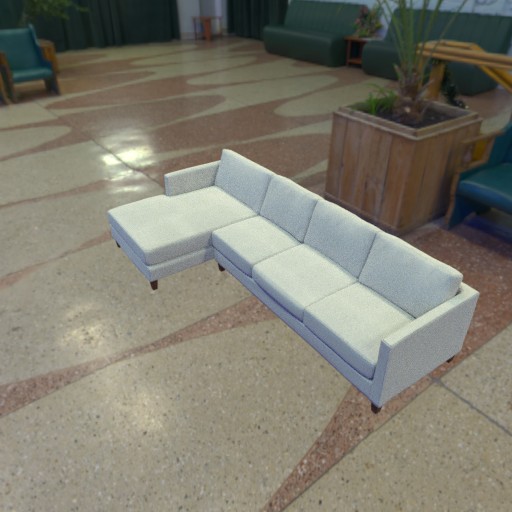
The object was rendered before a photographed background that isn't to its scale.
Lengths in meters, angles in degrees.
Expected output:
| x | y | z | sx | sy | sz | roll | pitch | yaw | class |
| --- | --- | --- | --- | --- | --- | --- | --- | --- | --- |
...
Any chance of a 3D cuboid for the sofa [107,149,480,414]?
| x | y | z | sx | sy | sz | roll | pitch | yaw | class |
| --- | --- | --- | --- | --- | --- | --- | --- | --- | --- |
| 0.000 | 0.000 | 3.921 | 1.625 | 0.861 | 3.186 | -21 | 39 | -28 | sofa |
